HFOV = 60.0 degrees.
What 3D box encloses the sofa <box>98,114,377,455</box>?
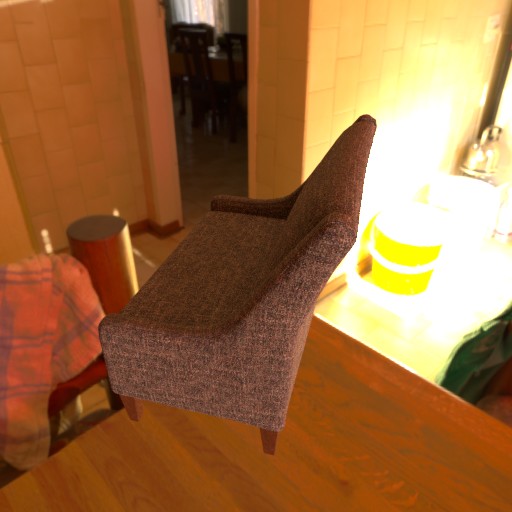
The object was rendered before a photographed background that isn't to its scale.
[{"bbox_3d":[0.000,0.000,1.960,0.870,1.021,1.242,8,32,13],"label":"sofa"}]
